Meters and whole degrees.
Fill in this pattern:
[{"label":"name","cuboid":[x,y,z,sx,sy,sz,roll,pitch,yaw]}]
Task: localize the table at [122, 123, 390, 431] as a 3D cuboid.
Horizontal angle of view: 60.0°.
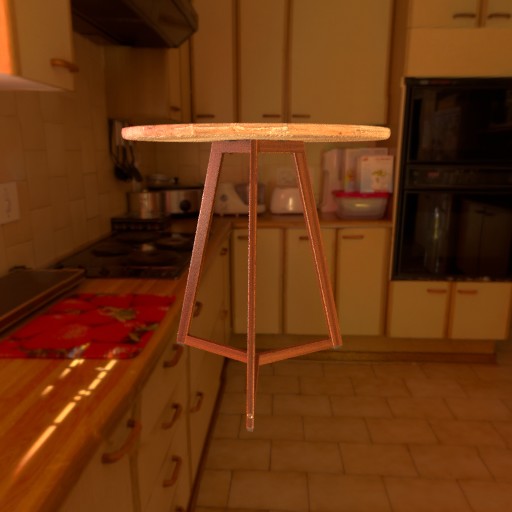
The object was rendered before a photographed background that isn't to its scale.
[{"label":"table","cuboid":[0.000,0.000,0.917,0.500,0.500,0.500,0,13,0]}]
